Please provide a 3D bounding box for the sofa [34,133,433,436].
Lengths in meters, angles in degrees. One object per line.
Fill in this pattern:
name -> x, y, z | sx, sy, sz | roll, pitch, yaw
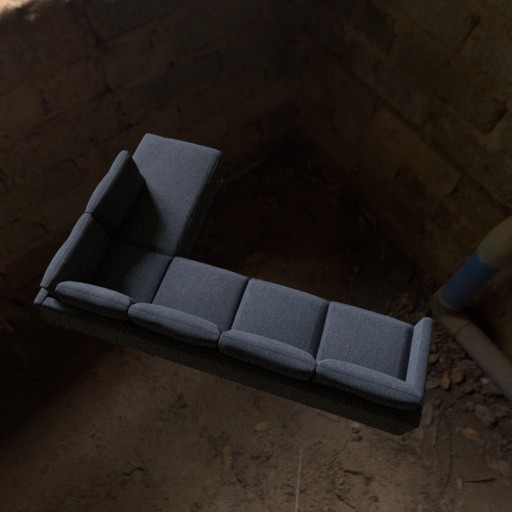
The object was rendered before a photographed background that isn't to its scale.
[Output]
sofa -> 0.000, 0.000, 3.743 | 2.949, 0.815, 2.007 | 16, 63, 8
